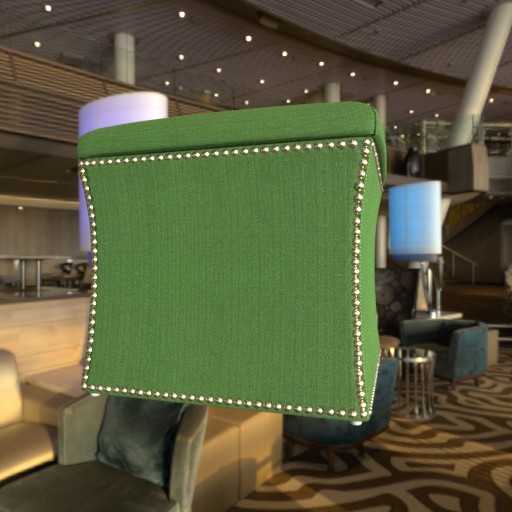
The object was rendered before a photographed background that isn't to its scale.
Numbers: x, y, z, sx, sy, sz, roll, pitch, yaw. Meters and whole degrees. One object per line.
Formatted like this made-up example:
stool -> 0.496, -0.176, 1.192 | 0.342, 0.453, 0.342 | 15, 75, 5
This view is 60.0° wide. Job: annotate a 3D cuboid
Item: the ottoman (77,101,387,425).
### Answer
ottoman -> 0.000, 0.000, 0.895 | 0.507, 0.475, 0.497 | 0, 0, 17
